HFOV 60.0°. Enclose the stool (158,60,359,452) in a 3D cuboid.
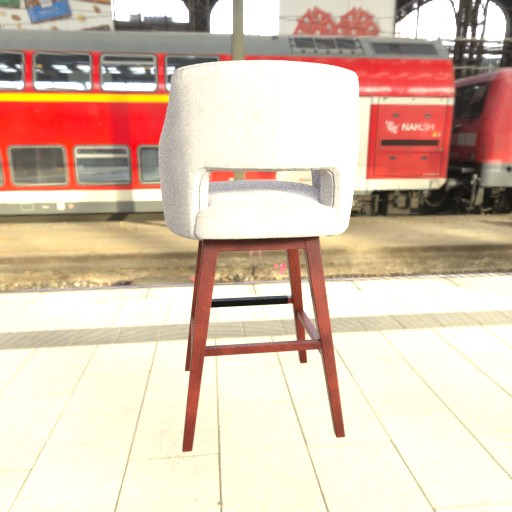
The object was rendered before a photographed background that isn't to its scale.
[{"bbox_3d":[0.000,0.000,1.339,0.548,1.012,0.558,-2,15,-8],"label":"stool"}]
